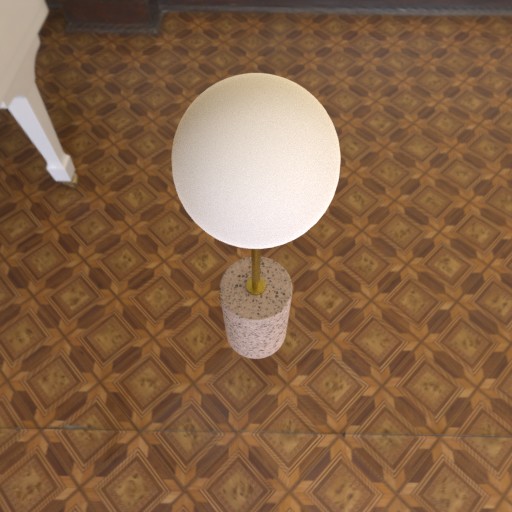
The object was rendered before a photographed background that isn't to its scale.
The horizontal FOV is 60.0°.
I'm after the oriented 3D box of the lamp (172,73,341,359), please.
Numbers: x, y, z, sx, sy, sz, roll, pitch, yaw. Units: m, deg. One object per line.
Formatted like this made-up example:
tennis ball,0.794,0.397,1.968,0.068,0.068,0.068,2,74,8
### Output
lamp,0.000,0.000,0.547,0.153,0.480,0.153,0,59,0
